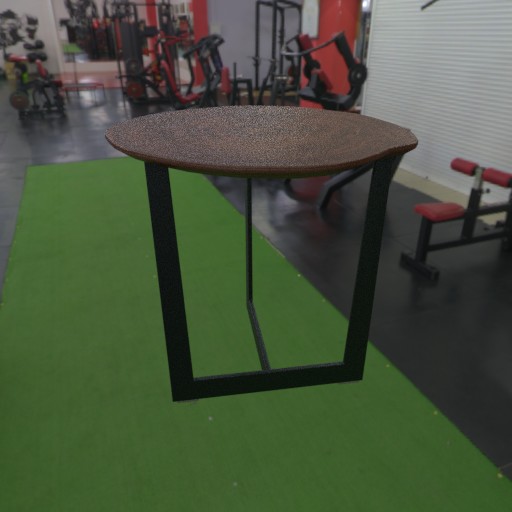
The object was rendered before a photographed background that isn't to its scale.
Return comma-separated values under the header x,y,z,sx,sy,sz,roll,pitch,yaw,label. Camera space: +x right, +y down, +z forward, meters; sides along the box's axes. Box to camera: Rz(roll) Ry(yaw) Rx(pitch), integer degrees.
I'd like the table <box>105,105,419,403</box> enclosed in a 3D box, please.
x,y,z,sx,sy,sz,roll,pitch,yaw,label
0.000,0.000,0.841,0.477,0.476,0.494,-9,28,-17,table
